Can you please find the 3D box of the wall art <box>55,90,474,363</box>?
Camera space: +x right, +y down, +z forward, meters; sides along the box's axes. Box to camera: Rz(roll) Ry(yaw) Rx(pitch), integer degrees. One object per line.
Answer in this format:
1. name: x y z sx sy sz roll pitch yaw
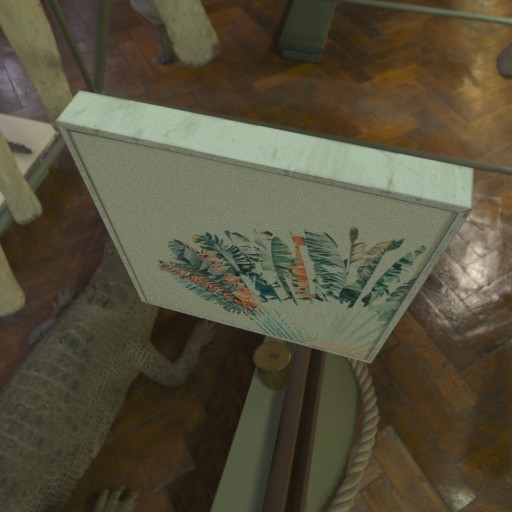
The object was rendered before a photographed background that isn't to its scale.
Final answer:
1. wall art: 0.000 0.000 0.449 0.305 0.303 0.038 14 59 9
